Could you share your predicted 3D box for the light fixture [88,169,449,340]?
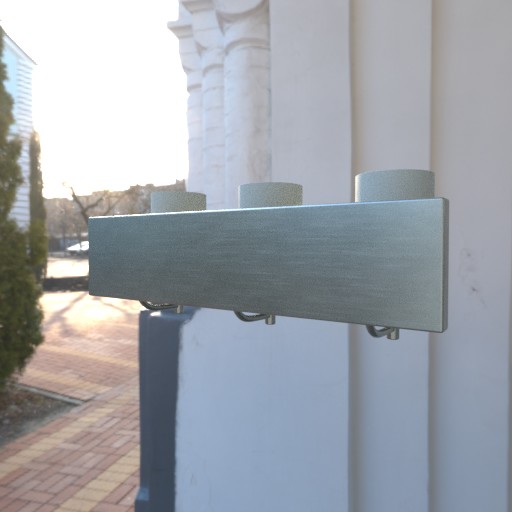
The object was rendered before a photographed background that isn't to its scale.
[{"bbox_3d":[0.000,0.000,0.529,0.451,0.172,0.145,1,2,35],"label":"light fixture"}]
